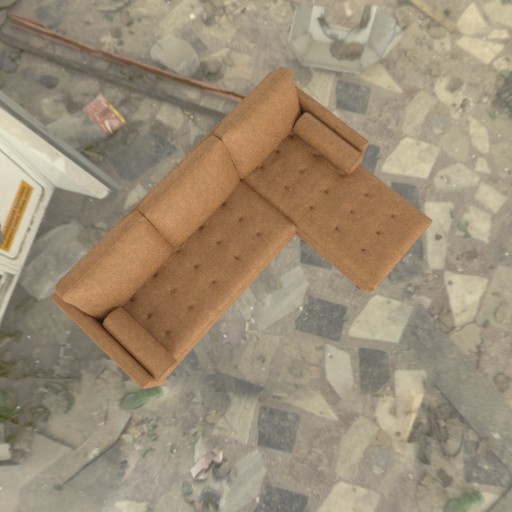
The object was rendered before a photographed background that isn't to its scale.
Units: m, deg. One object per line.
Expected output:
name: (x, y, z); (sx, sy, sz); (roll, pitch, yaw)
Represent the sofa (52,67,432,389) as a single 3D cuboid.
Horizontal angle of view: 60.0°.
sofa: (0.000, 0.000, 2.987); (1.506, 0.876, 2.178); (41, 79, 9)
